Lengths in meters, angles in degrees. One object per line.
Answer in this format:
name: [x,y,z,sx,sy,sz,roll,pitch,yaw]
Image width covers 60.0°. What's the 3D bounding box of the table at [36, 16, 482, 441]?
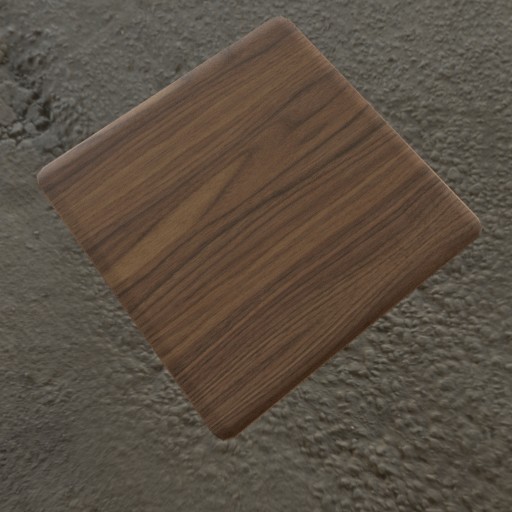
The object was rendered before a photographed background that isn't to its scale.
table: [0.000,0.000,0.959,0.480,0.641,0.479,-37,78,-9]
